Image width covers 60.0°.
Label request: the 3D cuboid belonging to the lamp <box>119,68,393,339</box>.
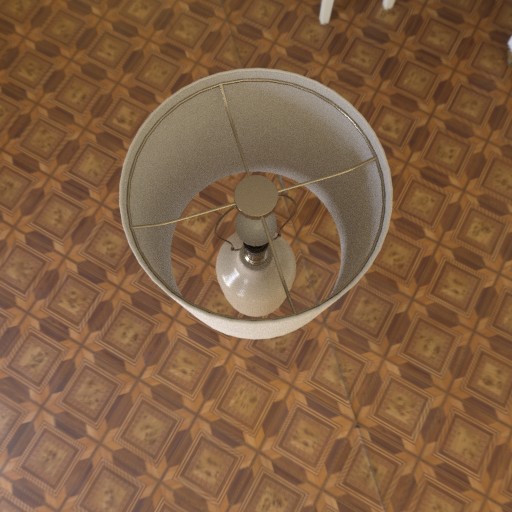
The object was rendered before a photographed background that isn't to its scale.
[{"bbox_3d":[0.000,0.000,0.588,0.220,0.475,0.220,-3,76,-1],"label":"lamp"}]
